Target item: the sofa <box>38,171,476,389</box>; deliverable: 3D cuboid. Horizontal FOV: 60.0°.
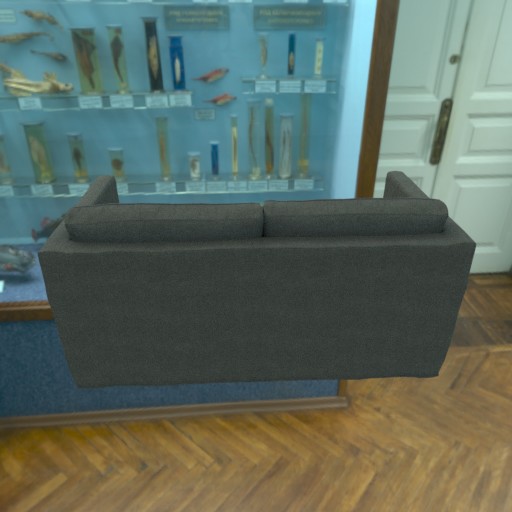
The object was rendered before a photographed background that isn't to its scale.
[{"bbox_3d":[0.000,0.000,2.322,1.802,0.854,0.974,-1,29,-2],"label":"sofa"}]
